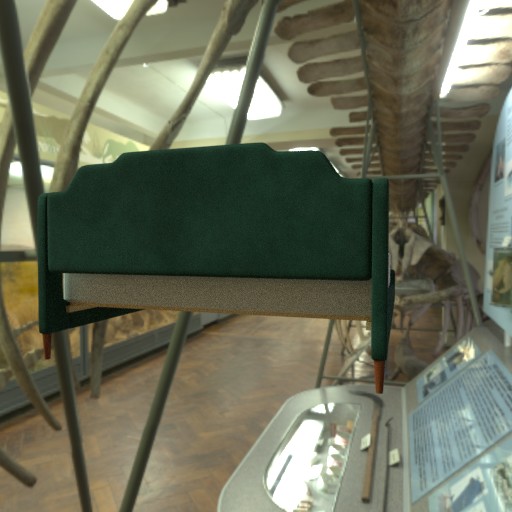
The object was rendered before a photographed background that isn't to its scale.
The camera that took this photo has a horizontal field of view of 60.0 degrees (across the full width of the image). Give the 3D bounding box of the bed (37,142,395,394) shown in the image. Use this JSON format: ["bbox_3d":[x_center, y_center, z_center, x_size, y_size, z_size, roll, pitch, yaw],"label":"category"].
[{"bbox_3d":[0.000,0.000,3.513,2.074,1.245,2.340,1,2,18],"label":"bed"}]
